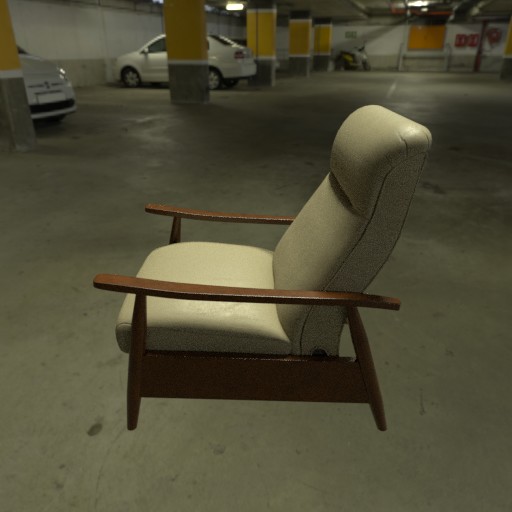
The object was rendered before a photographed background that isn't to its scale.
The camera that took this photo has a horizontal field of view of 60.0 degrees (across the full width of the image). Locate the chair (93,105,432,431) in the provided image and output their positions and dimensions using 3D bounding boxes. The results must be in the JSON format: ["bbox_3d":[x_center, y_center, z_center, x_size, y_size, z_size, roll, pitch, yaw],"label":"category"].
[{"bbox_3d":[0.000,0.000,1.742,1.014,1.082,0.762,0,25,0],"label":"chair"}]
